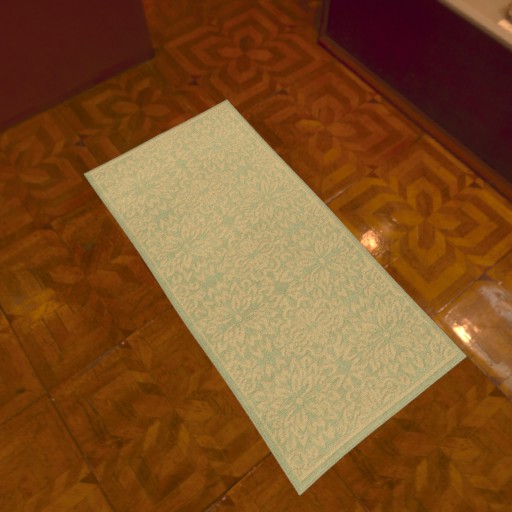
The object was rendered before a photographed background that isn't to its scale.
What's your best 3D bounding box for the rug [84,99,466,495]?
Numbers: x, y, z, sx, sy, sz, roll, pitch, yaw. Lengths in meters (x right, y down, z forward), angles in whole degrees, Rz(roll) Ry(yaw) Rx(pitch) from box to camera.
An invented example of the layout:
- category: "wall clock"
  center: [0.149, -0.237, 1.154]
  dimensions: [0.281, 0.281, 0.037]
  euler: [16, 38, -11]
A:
- category: "rug"
  center: [0.000, 0.000, 1.404]
  dimensions: [0.604, 0.007, 1.219]
  euler: [-33, 68, -15]
